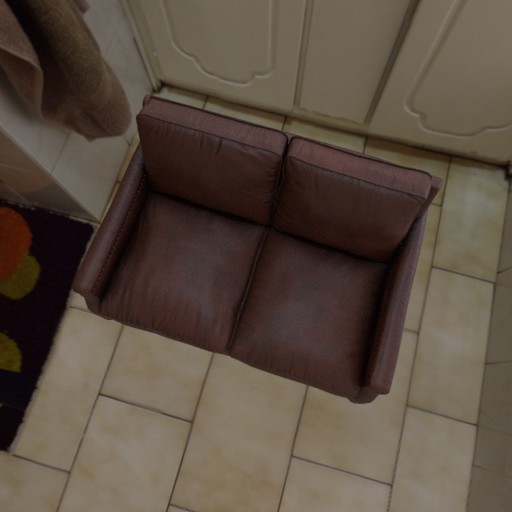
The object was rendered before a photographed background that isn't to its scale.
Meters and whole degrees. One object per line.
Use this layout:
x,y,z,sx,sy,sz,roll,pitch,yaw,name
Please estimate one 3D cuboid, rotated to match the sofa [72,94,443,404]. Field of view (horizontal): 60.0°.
0.000,0.000,2.325,1.628,1.003,1.083,17,75,5,sofa
